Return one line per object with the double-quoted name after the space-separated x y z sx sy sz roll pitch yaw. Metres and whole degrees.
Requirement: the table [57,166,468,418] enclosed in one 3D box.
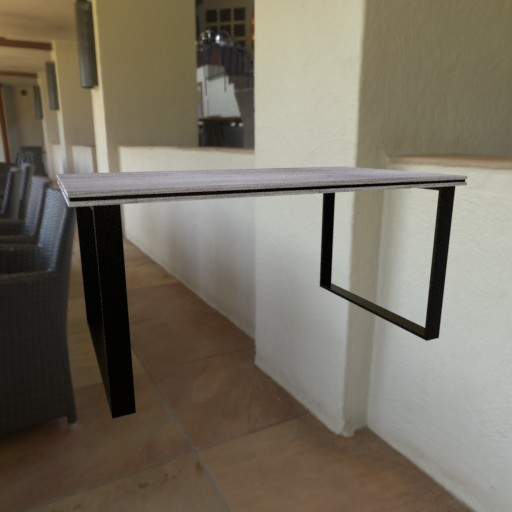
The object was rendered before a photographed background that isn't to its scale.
0.000 0.000 2.038 1.579 0.736 0.881 -7 16 -24 "table"
